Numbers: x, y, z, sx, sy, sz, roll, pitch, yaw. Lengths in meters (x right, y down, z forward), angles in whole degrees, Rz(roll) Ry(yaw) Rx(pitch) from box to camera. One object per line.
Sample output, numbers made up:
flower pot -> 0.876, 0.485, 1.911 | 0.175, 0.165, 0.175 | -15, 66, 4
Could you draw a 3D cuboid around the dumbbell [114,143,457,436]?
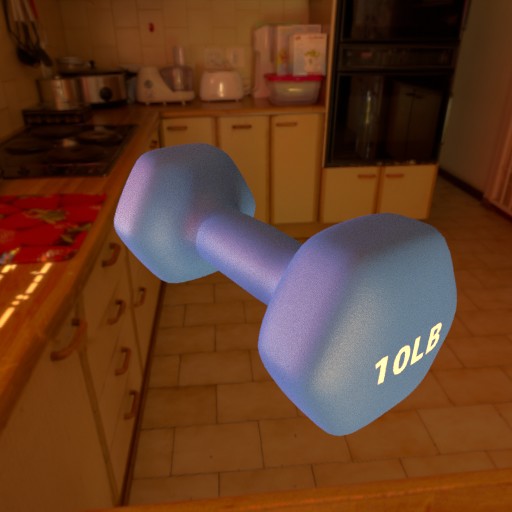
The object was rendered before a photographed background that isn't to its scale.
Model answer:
dumbbell -> 0.000, 0.000, 0.255 | 0.103, 0.093, 0.212 | -18, 33, -31
